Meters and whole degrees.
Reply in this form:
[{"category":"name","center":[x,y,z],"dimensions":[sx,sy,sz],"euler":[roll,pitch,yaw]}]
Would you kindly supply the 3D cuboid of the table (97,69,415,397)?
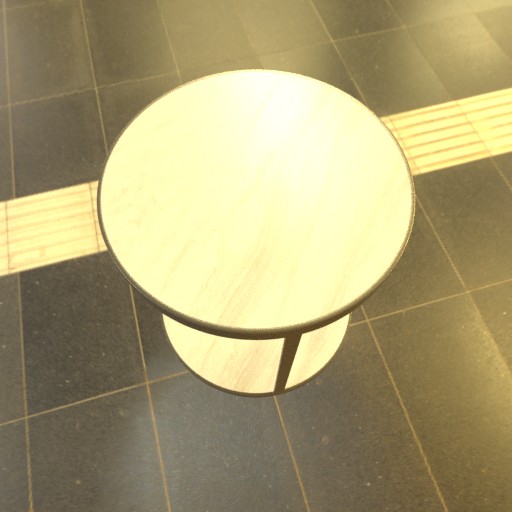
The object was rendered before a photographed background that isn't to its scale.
[{"category":"table","center":[0.000,0.000,0.840],"dimensions":[0.445,0.479,0.445],"euler":[0,63,0]}]
